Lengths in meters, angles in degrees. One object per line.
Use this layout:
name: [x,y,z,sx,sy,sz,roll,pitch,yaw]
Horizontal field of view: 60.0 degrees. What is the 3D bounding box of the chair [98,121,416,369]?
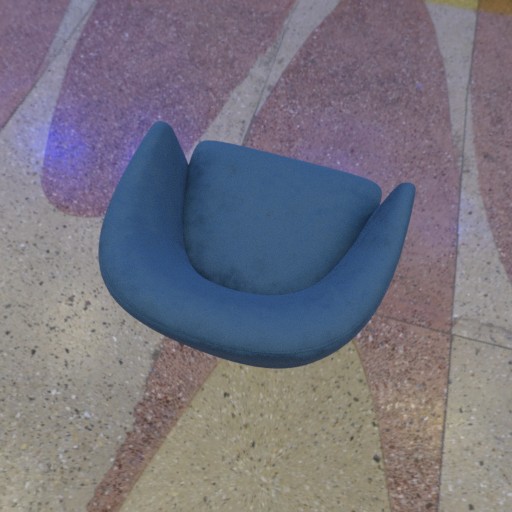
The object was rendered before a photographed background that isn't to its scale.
chair: [0.000,0.000,1.357,0.773,0.698,0.767,16,64,8]
